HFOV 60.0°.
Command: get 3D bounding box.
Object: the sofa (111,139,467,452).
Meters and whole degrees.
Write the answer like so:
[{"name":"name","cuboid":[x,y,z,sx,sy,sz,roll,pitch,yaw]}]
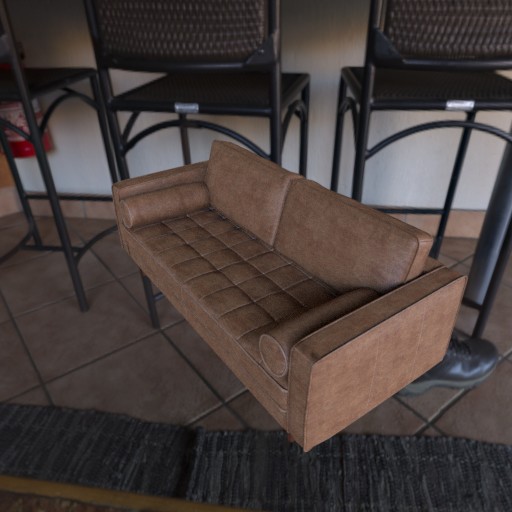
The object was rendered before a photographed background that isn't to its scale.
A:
[{"name":"sofa","cuboid":[0.000,0.000,2.433,0.924,0.825,1.920,-20,37,-30]}]
